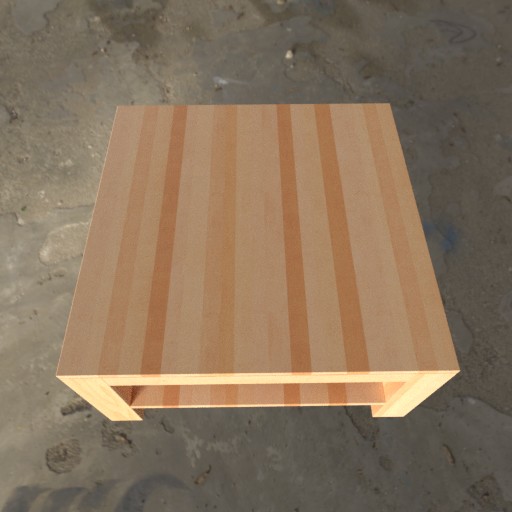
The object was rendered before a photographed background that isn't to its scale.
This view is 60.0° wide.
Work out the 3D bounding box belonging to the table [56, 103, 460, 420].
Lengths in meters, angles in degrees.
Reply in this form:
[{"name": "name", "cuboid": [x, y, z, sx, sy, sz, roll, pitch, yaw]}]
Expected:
[{"name": "table", "cuboid": [0.000, 0.000, 1.414, 0.900, 0.450, 0.900, -1, 58, 0]}]
